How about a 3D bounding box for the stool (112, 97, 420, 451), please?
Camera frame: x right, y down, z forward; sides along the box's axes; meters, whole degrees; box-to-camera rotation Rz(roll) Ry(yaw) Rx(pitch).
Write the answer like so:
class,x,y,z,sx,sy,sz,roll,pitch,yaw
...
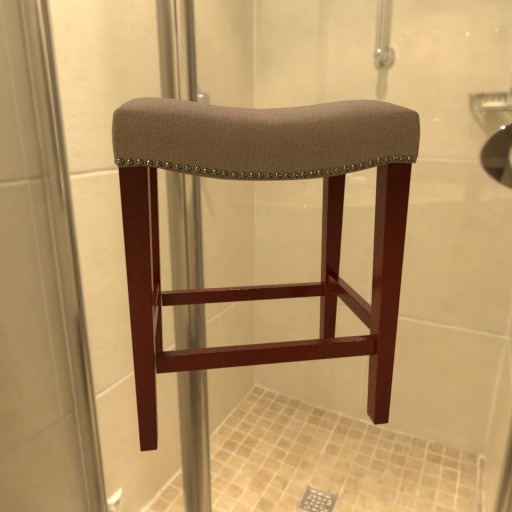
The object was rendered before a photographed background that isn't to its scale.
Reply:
class,x,y,z,sx,sy,sz,roll,pitch,yaw
stool,0.000,0.000,0.949,0.509,0.632,0.375,-3,16,-9
